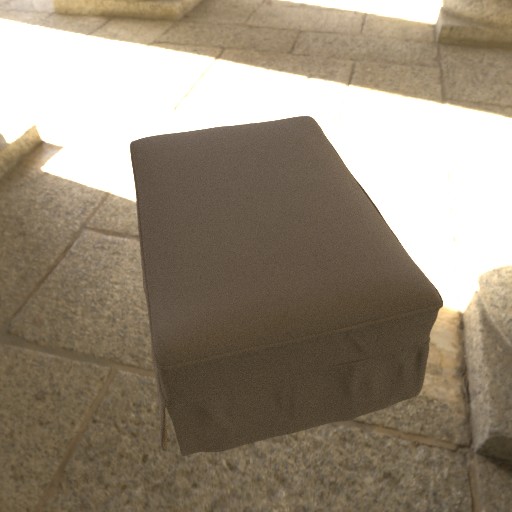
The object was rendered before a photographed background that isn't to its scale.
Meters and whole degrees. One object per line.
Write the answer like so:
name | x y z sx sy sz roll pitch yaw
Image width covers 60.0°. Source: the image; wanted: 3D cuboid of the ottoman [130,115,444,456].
ottoman | 0.000 0.000 1.351 0.721 0.482 0.959 -11 46 -10
